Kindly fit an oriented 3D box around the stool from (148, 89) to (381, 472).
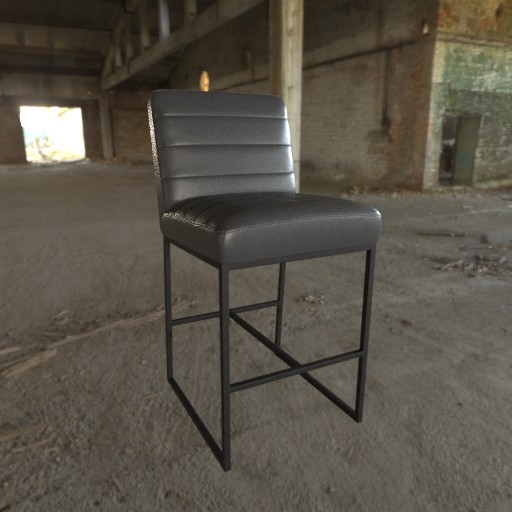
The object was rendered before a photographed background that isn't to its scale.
[{"bbox_3d":[0.000,0.000,1.290,0.457,0.938,0.552,-8,17,-27],"label":"stool"}]
